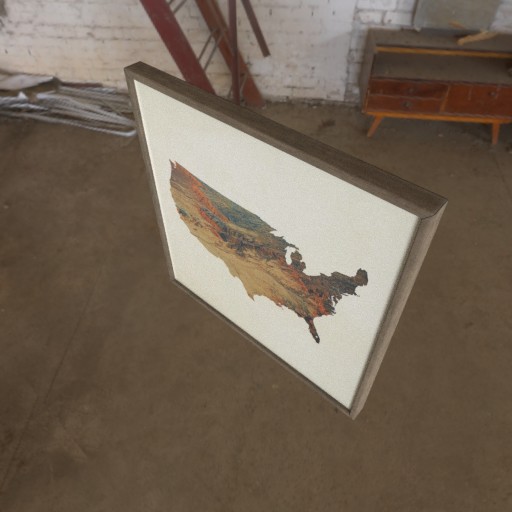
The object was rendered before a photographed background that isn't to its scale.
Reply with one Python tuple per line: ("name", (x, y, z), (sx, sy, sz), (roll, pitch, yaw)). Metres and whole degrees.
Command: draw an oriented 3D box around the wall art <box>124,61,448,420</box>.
("wall art", (0.000, 0.000, 1.115), (0.749, 0.751, 0.050), (33, 55, 27))
